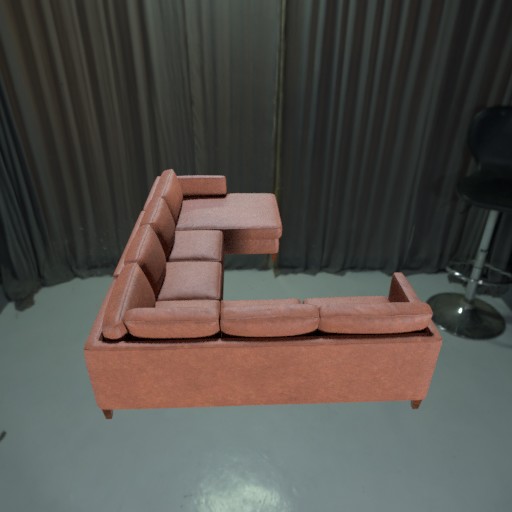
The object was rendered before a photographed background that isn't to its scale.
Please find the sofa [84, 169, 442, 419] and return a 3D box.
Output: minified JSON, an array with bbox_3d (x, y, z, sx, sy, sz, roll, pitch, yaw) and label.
[{"bbox_3d":[0.000,0.000,4.723,2.593,0.923,3.460,-1,30,-2],"label":"sofa"}]
